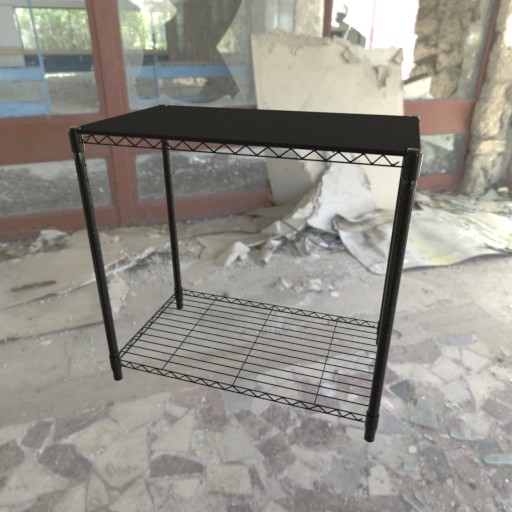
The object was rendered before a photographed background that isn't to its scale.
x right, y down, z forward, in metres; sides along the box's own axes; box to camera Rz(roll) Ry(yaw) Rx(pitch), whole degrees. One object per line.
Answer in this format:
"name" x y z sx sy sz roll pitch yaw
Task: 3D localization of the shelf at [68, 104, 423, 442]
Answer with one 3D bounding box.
"shelf" 0.000 0.000 0.954 0.589 0.564 0.338 8 27 16
